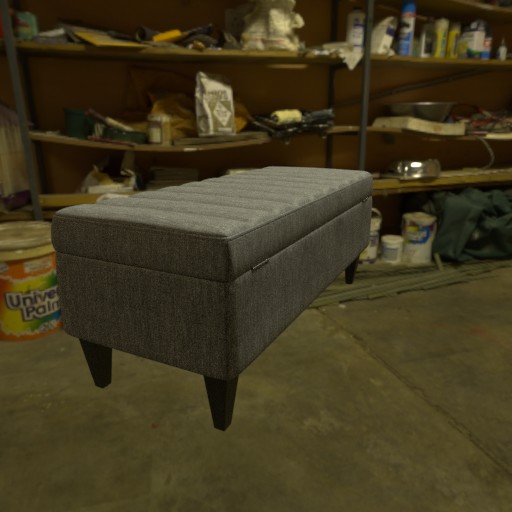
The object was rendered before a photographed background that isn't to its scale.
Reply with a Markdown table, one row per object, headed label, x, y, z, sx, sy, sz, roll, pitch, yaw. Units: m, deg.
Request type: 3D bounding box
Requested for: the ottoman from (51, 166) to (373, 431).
| label | x | y | z | sx | sy | sz | roll | pitch | yaw |
| --- | --- | --- | --- | --- | --- | --- | --- | --- | --- |
| ottoman | 0.000 | 0.000 | 1.431 | 0.482 | 0.469 | 1.151 | 8 | 19 | 26 |
